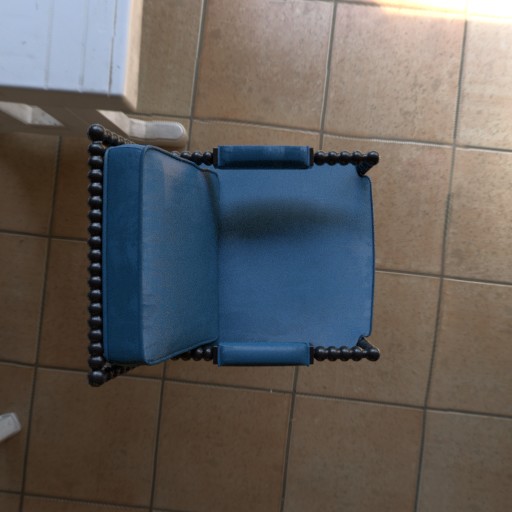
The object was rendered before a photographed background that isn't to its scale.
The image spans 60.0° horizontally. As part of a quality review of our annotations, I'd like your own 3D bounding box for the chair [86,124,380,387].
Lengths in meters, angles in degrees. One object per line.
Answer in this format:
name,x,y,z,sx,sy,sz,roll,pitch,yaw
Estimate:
chair,0.000,0.000,1.468,0.805,0.857,0.688,0,90,1
